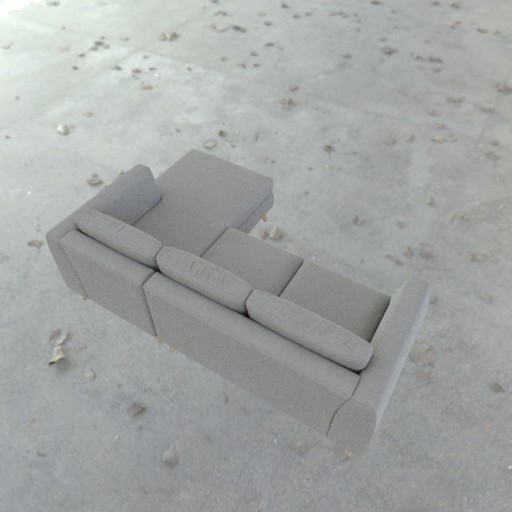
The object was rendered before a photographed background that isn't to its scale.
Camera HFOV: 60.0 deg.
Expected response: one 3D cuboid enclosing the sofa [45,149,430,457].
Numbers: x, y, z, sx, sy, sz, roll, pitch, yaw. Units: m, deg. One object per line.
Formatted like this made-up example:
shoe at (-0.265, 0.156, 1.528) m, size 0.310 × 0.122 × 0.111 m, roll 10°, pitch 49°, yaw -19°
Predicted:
sofa at (0.000, 0.000, 3.076) m, size 2.300 × 0.860 × 1.580 m, roll 24°, pitch 52°, yaw 20°
